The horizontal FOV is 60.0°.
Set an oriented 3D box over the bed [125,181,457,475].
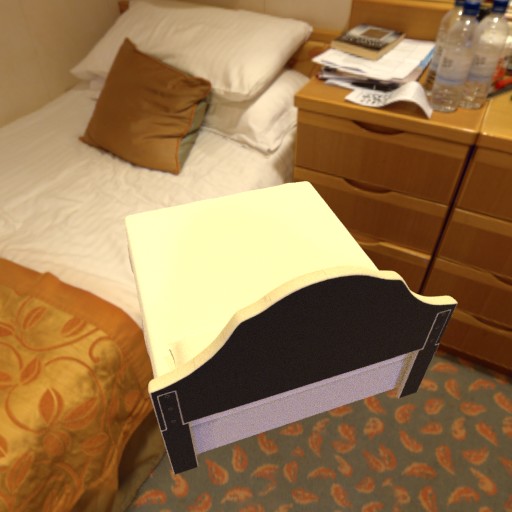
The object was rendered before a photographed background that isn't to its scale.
[{"bbox_3d":[0.000,0.000,3.524,2.008,1.615,2.214,-13,44,-14],"label":"bed"}]
